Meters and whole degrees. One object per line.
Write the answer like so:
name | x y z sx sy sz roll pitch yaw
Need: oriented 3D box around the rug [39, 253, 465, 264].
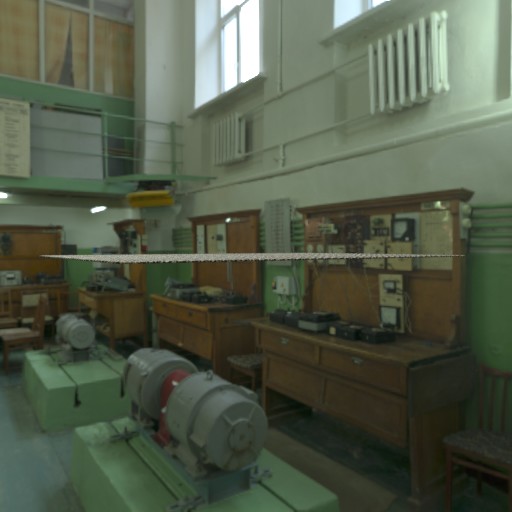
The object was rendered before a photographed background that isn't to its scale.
rug | 0.000 0.000 2.266 1.828 0.008 1.219 -1 1 -36
